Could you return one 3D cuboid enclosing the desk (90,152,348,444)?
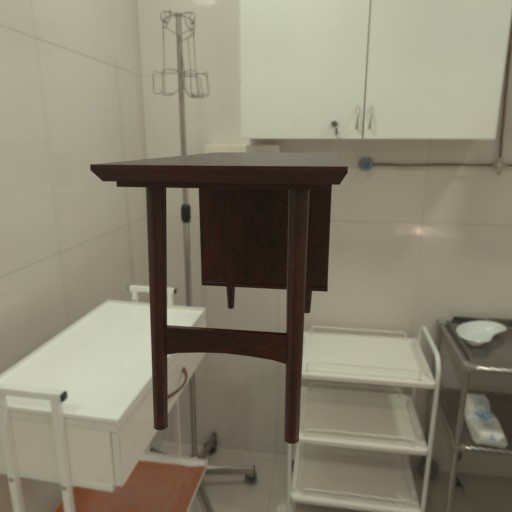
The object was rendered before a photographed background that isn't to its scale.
[{"bbox_3d":[0.000,0.000,1.730,0.612,0.758,1.277,2,15,9],"label":"desk"}]
